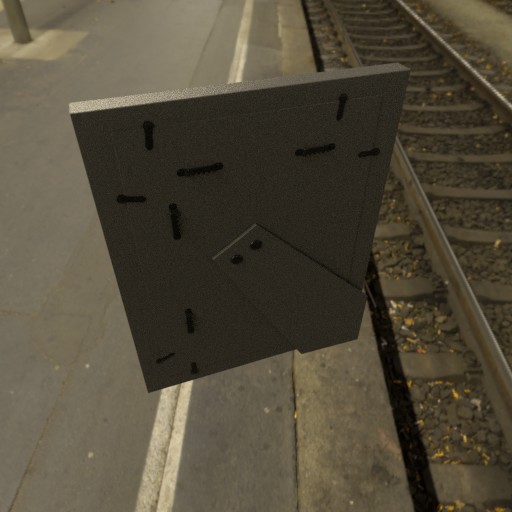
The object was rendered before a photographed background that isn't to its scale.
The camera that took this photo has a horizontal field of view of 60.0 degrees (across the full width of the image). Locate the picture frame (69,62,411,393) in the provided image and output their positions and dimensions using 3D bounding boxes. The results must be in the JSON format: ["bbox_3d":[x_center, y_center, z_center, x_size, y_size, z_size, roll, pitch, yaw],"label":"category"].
[{"bbox_3d":[0.000,0.000,0.506,0.307,0.383,0.036,-13,42,-15],"label":"picture frame"}]
